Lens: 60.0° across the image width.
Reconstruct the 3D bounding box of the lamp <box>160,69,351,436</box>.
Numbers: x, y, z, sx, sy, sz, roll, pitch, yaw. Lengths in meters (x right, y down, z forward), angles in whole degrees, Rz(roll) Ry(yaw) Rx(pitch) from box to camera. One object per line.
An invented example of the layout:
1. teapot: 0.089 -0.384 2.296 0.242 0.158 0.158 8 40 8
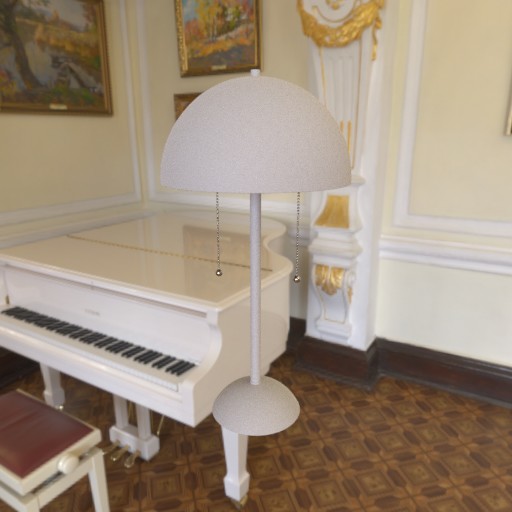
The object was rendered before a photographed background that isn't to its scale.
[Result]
1. lamp: 0.000 0.000 0.423 0.171 0.330 0.171 0 15 0
